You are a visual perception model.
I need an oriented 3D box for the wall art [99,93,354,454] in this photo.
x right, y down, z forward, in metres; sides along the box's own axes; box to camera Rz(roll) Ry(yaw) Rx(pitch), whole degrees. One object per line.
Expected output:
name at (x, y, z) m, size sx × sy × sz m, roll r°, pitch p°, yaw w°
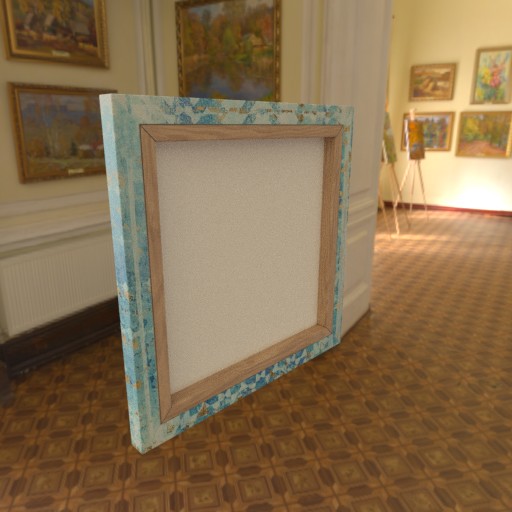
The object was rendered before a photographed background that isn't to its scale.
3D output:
wall art at (0.000, 0.000, 0.926) m, size 0.609 × 0.609 × 0.040 m, roll -15°, pitch 22°, yaw -42°
